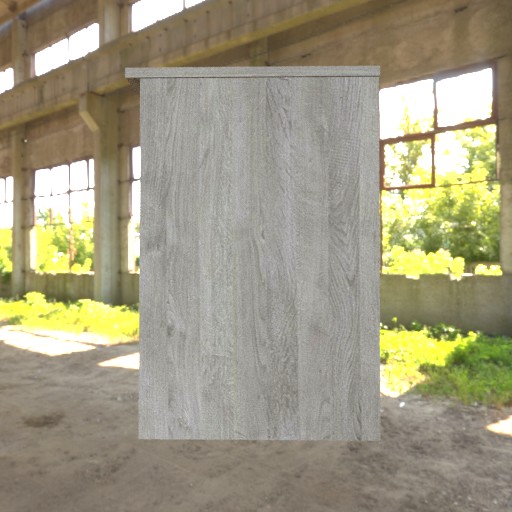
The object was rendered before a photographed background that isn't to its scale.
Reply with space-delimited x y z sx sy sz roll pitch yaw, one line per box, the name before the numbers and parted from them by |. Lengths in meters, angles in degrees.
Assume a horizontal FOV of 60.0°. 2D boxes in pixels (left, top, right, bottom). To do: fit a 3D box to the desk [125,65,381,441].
desk | 0.000 0.000 1.305 0.498 0.724 0.893 0 -1 1
